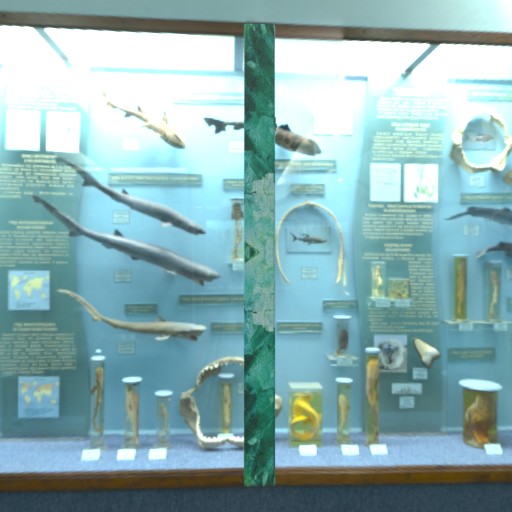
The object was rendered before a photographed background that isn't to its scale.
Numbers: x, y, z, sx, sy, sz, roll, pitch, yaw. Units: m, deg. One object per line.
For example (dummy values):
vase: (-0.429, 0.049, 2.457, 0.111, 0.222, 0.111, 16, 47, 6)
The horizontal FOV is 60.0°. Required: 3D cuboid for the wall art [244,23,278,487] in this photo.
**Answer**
wall art: (0.000, 0.000, 0.736, 0.038, 0.508, 0.507, 0, 0, -1)
